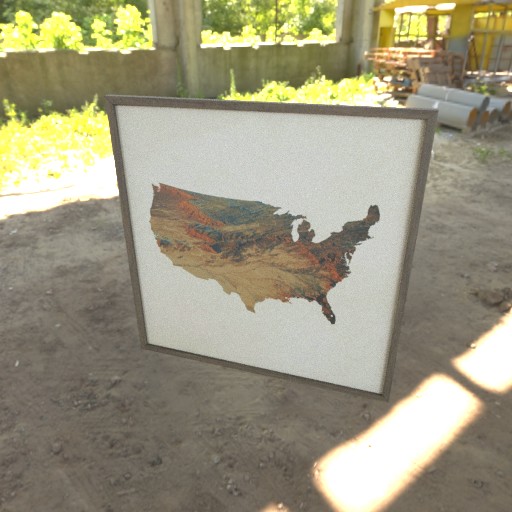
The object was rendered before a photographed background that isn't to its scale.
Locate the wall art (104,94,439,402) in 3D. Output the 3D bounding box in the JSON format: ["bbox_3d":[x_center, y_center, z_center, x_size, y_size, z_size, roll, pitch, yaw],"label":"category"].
[{"bbox_3d":[0.000,0.000,0.764,0.508,0.507,0.016,8,28,16],"label":"wall art"}]
